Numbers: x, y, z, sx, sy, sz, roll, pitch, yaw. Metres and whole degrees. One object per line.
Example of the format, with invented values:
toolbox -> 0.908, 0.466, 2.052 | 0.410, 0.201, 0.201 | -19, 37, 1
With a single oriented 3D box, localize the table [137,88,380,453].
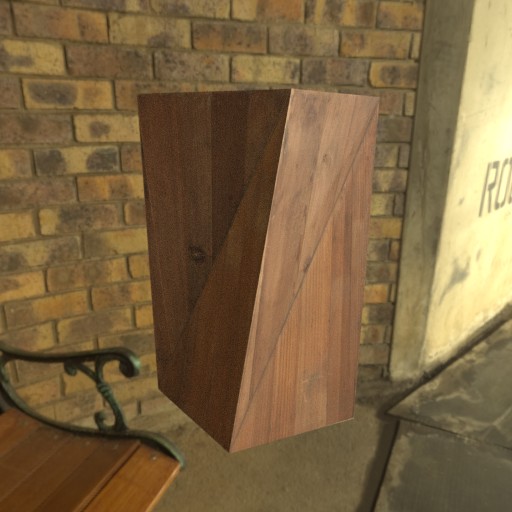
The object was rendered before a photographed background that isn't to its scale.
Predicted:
table -> 0.000, 0.000, 0.896 | 0.425, 0.604, 0.441 | -3, 17, -10
